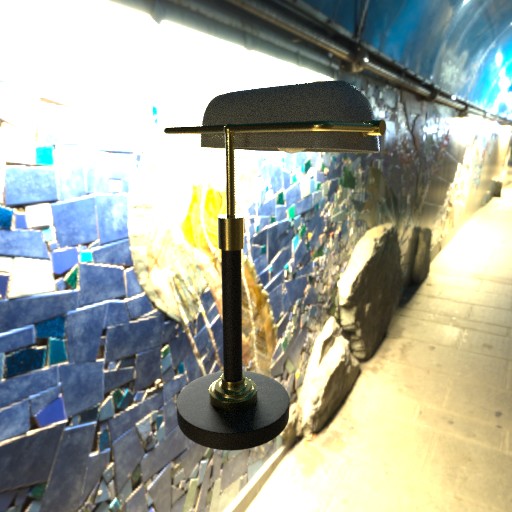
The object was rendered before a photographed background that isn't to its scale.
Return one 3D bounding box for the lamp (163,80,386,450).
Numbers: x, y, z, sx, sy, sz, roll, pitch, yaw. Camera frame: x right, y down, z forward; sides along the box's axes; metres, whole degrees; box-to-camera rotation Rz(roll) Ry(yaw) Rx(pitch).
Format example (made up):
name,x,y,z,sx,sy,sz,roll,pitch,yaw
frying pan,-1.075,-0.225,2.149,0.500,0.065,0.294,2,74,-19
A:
name,x,y,z,sx,sy,sz,roll,pitch,yaw
lamp,0.000,0.000,0.551,0.269,0.404,0.227,13,20,42
